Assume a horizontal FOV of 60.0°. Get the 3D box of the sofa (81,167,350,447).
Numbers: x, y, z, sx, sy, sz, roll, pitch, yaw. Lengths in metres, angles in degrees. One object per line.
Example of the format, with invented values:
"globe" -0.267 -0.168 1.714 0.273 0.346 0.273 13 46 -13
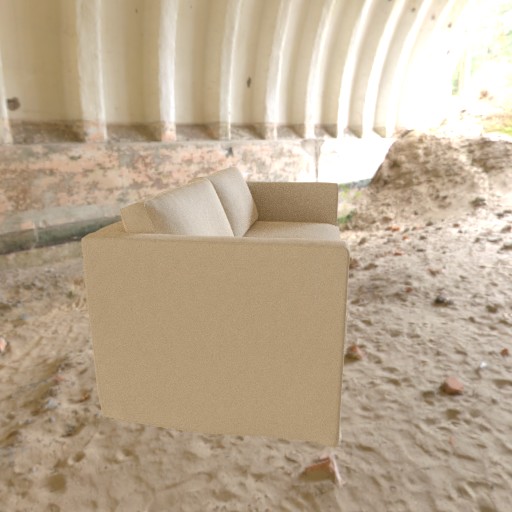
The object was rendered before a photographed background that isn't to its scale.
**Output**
"sofa" 0.000 0.000 2.457 0.940 0.870 1.987 2 16 9
